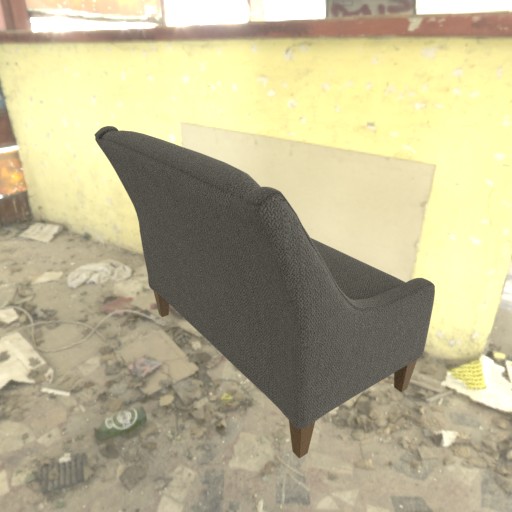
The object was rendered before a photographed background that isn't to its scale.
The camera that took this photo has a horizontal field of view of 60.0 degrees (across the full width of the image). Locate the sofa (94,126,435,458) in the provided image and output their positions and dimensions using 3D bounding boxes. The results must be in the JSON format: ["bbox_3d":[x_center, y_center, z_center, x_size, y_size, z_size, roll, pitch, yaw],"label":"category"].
[{"bbox_3d":[0.000,0.000,1.912,0.873,1.022,1.242,-17,30,-32],"label":"sofa"}]
